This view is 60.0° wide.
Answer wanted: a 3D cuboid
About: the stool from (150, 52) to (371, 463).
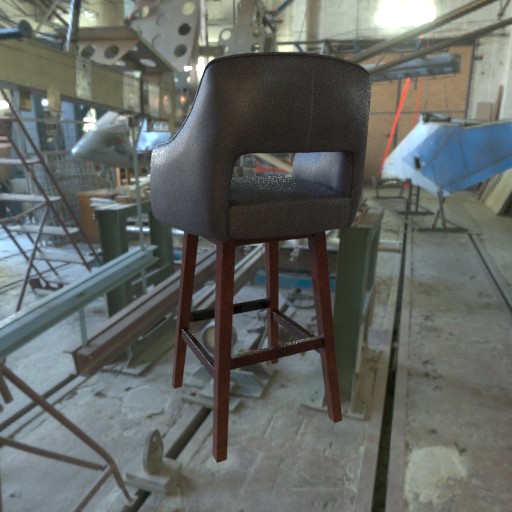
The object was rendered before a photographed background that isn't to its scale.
[{"bbox_3d":[0.000,0.000,1.330,0.550,1.041,0.560,-7,17,-25],"label":"stool"}]
